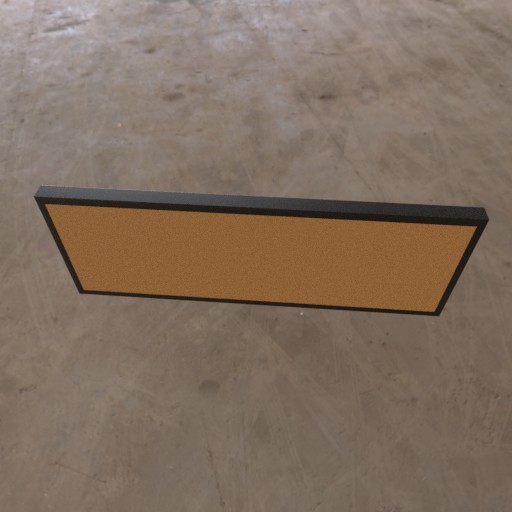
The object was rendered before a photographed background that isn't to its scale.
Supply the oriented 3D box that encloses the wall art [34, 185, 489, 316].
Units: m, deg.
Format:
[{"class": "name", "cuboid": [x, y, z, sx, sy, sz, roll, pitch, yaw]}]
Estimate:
[{"class": "wall art", "cuboid": [0.000, 0.000, 0.958, 0.860, 0.303, 0.037, 3, 47, 3]}]
